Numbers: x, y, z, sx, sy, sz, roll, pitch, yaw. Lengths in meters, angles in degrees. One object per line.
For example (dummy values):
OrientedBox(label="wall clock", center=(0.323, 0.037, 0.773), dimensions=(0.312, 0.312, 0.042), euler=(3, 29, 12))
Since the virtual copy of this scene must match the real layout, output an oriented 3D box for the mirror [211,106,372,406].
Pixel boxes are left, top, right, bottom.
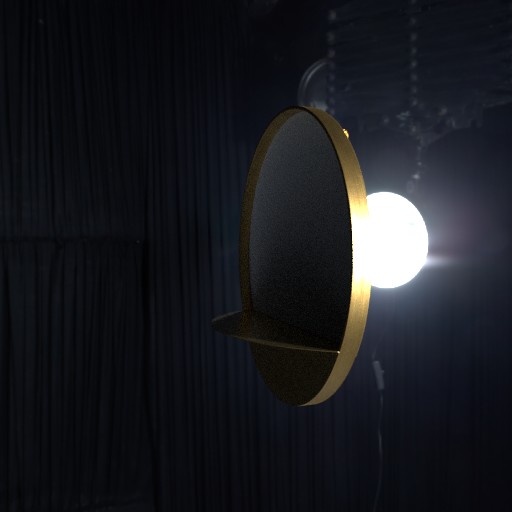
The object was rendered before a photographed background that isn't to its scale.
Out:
OrientedBox(label="mirror", center=(0.000, 0.000, 0.697), dimensions=(0.133, 0.457, 0.457), euler=(0, 0, -18))
